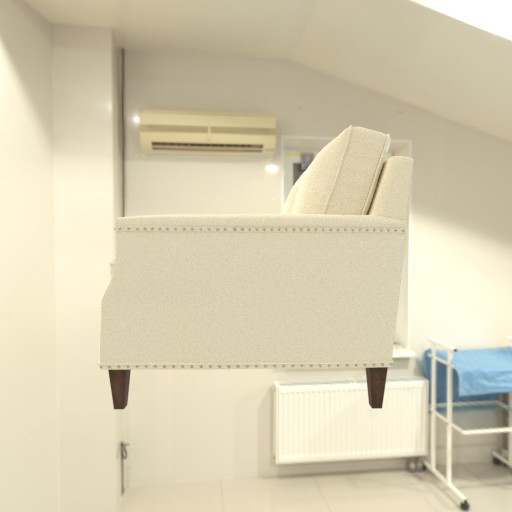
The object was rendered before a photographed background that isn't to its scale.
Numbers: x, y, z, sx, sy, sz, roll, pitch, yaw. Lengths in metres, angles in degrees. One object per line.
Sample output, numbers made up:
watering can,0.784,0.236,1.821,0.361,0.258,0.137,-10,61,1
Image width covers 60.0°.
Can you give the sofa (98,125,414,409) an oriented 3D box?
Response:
sofa,0.000,0.000,2.247,1.084,1.003,1.597,0,2,0
